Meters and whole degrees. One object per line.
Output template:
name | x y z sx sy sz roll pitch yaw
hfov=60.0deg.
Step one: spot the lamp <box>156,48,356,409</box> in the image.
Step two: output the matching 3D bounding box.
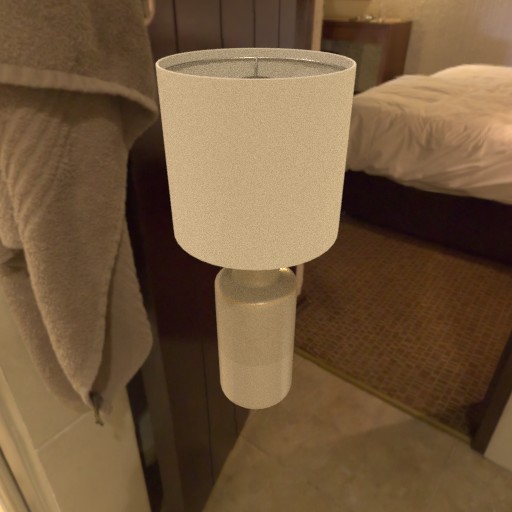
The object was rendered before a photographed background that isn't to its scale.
lamp | 0.000 0.000 0.605 0.212 0.493 0.212 0 32 1
